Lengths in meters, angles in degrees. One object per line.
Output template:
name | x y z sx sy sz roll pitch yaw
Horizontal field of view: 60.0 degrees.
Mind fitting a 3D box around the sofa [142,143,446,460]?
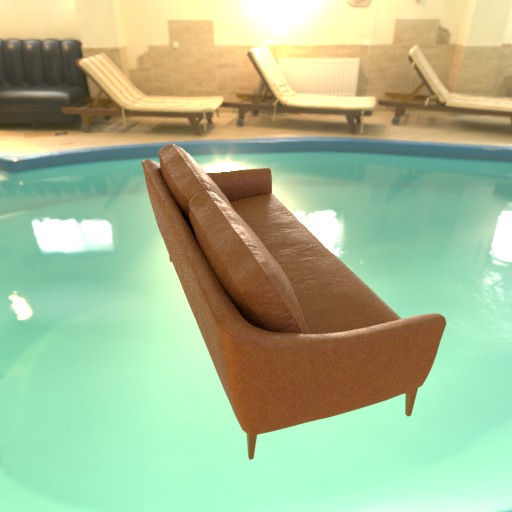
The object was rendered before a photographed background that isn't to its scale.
sofa | 0.000 0.000 2.588 0.981 0.945 2.036 -11 33 -18
